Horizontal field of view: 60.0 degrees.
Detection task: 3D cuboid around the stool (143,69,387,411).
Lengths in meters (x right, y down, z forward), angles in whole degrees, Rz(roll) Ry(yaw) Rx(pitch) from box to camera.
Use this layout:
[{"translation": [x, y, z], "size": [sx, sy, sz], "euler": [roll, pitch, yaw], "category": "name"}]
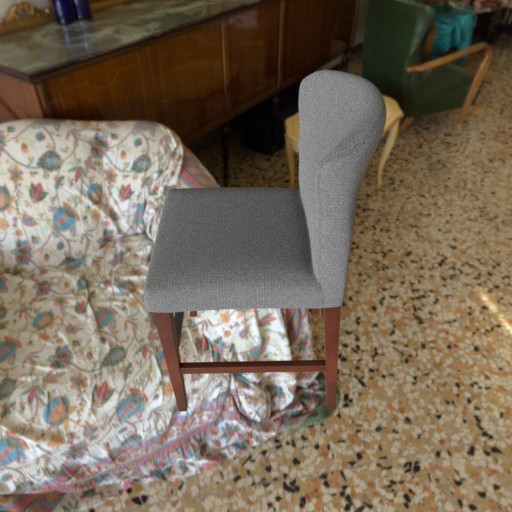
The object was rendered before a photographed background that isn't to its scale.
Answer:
[{"translation": [0.000, 0.000, 1.299], "size": [0.568, 0.968, 0.479], "euler": [-1, 41, -1], "category": "stool"}]
